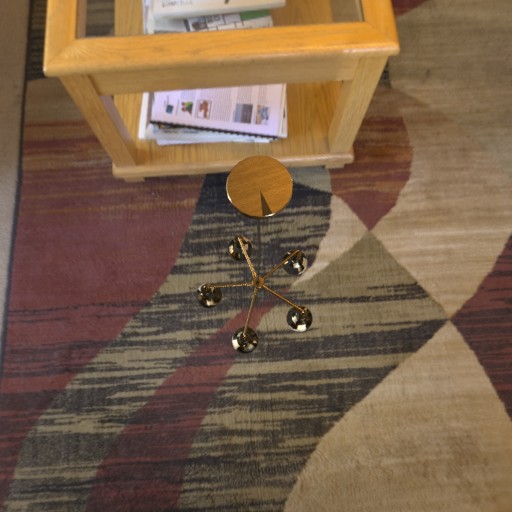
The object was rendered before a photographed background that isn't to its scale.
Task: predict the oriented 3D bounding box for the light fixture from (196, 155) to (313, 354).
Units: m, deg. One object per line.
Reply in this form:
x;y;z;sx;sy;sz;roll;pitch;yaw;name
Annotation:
0.000;0.000;1.212;0.438;0.988;0.421;-21;76;-6;light fixture
